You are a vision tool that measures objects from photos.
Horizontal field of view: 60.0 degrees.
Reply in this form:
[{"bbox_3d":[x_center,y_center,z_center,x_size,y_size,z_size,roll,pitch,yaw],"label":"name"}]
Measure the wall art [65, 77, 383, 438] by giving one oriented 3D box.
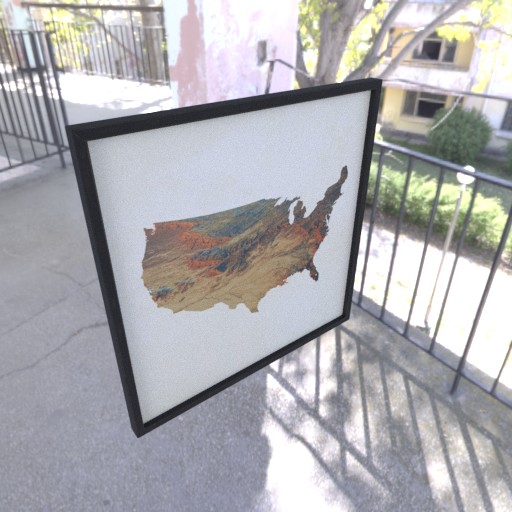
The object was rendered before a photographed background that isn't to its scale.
[{"bbox_3d":[0.000,0.000,0.442,0.304,0.303,0.015,-21,37,-31],"label":"wall art"}]
